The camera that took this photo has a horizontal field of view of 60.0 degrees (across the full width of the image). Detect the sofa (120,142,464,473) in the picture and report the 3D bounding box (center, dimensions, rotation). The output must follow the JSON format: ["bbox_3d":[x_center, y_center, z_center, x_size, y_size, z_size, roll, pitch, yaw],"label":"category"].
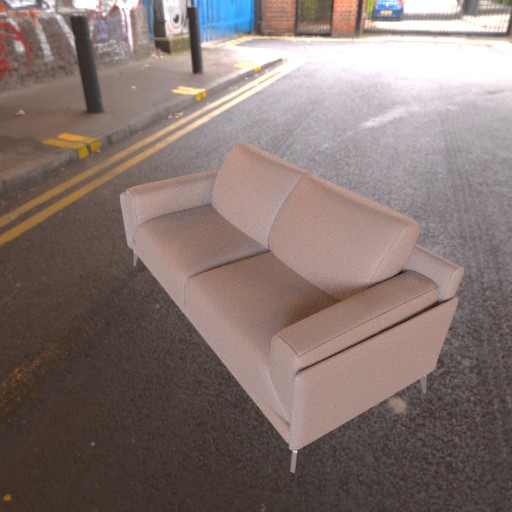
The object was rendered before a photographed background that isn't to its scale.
[{"bbox_3d":[0.000,0.000,2.634,1.049,0.930,2.101,-18,35,-28],"label":"sofa"}]
